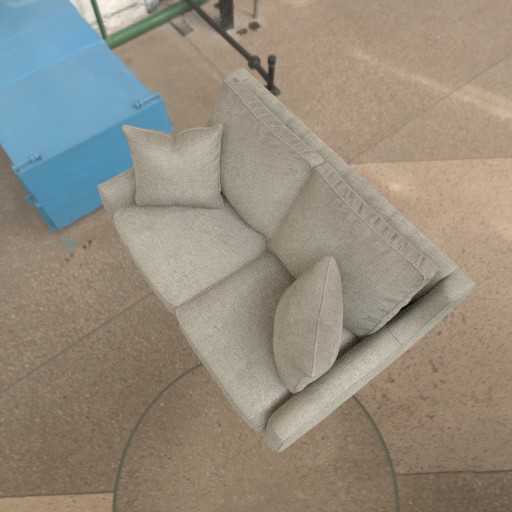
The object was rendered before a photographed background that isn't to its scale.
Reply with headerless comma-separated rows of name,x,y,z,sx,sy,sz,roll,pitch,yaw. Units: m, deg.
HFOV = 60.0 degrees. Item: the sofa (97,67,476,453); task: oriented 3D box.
sofa,0.000,0.000,2.000,0.915,0.863,1.422,-34,67,-16
